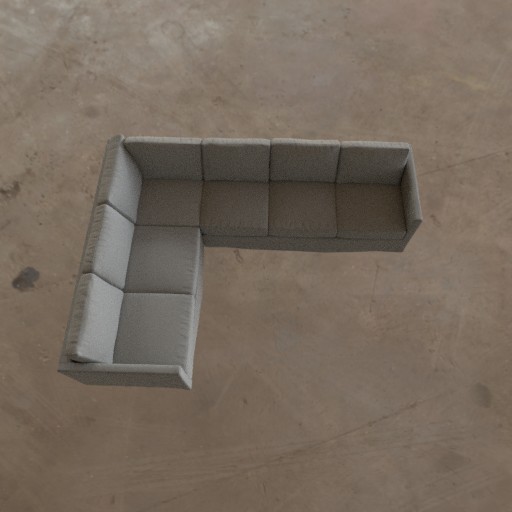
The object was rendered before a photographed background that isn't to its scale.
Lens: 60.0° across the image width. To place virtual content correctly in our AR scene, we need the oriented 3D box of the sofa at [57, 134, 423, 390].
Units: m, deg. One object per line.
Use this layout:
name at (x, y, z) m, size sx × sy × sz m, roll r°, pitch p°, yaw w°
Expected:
sofa at (0.000, 0.000, 4.320) m, size 3.182 × 0.871 × 2.432 m, roll 1°, pitch 65°, yaw 1°
